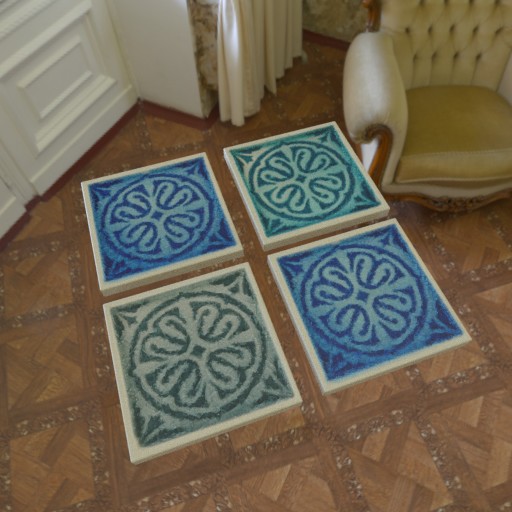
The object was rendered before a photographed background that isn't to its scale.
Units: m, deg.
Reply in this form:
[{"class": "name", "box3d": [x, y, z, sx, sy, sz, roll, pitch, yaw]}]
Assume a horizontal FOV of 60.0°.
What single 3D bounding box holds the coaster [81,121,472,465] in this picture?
[{"class": "coaster", "box3d": [0.000, 0.000, 0.320, 0.219, 0.010, 0.214, -16, 60, -10]}]
